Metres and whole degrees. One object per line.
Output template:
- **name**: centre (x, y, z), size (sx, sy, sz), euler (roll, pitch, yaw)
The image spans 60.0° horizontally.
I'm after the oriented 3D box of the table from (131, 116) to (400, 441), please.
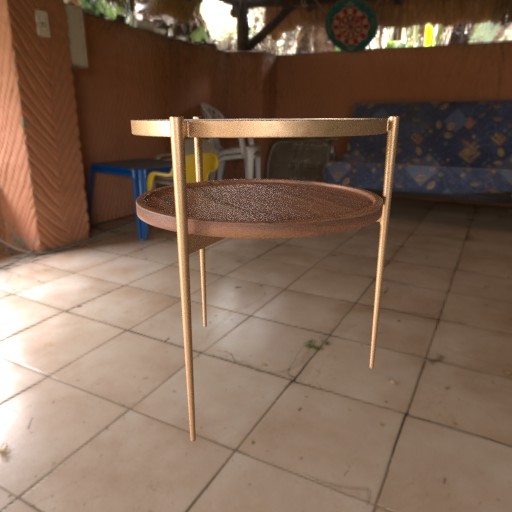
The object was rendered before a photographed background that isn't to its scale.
- **table**: centre (0.000, 0.000, 0.819), size (0.430, 0.493, 0.456), euler (9, 20, 26)
